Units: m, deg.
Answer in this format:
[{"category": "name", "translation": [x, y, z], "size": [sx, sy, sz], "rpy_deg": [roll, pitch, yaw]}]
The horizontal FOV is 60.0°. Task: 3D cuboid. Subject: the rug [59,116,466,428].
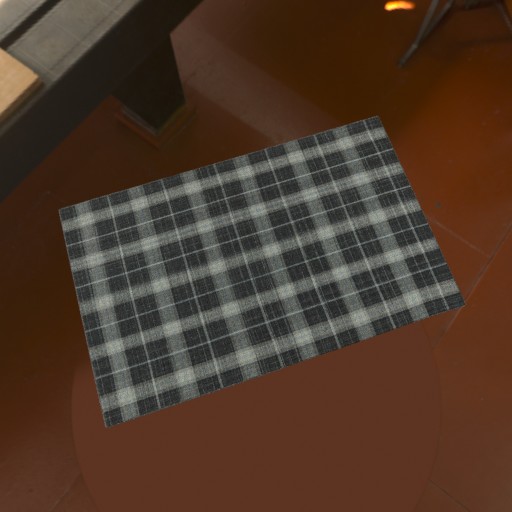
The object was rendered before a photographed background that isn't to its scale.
[{"category": "rug", "translation": [0.000, 0.000, 3.020], "size": [2.434, 0.015, 1.520], "rpy_deg": [-17, 74, -5]}]
